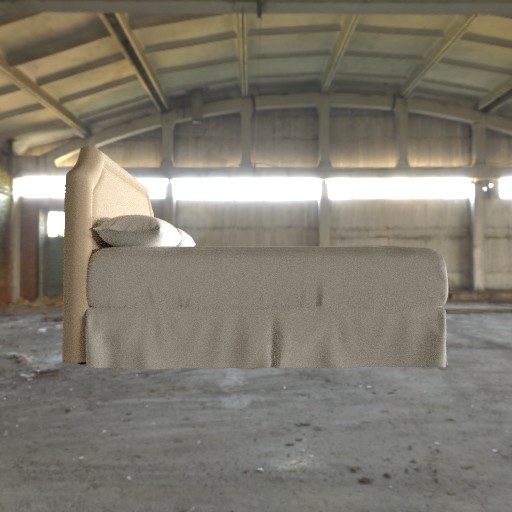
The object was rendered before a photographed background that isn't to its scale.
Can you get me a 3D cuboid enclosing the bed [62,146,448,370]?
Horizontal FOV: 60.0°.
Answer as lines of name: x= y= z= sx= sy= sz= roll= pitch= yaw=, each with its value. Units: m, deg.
bed: x=0.000 y=0.000 z=3.909 sx=2.548 sy=1.524 sz=2.134 roll=0 pitch=-1 yaw=-1
